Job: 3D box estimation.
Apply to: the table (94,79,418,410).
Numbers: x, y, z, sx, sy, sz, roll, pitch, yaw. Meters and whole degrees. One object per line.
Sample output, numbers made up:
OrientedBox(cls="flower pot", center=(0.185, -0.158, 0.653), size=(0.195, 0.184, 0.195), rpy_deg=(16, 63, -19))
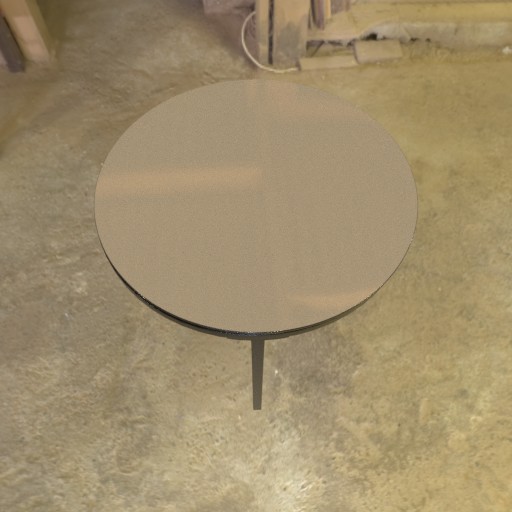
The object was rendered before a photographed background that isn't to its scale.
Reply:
OrientedBox(cls="table", center=(0.000, 0.000, 0.882), size=(0.499, 0.443, 0.499), rpy_deg=(0, 59, 0))
